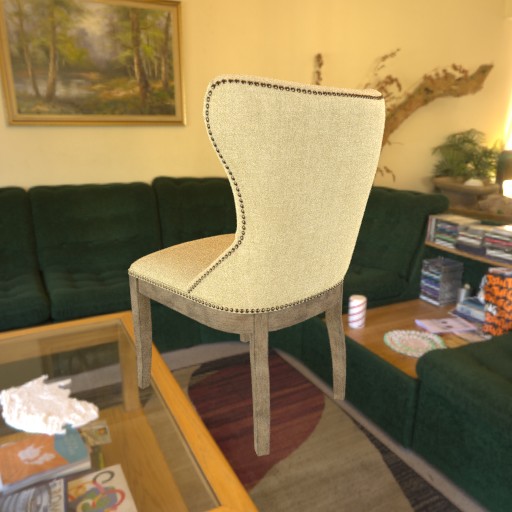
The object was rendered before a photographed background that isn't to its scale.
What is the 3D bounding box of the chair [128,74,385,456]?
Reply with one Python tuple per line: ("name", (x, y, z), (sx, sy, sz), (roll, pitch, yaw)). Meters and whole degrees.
("chair", (0.000, 0.000, 1.408), (0.654, 1.002, 0.681), (-15, 22, -43))
